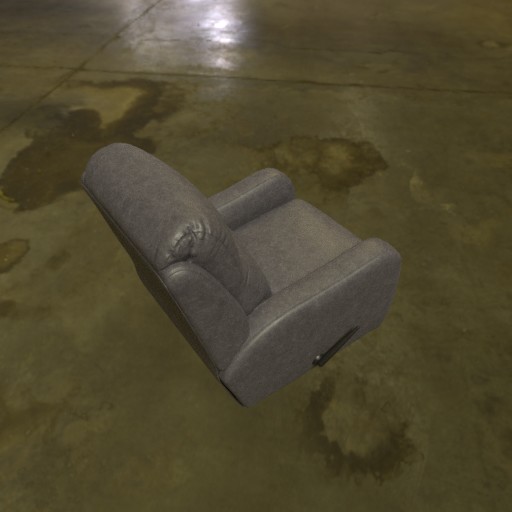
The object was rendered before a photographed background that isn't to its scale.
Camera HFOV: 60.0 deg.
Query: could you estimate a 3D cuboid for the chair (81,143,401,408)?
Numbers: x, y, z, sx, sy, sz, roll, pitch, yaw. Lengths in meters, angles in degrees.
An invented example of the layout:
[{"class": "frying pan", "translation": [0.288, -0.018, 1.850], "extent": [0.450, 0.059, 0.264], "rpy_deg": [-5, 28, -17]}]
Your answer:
[{"class": "chair", "translation": [0.000, 0.000, 1.881], "extent": [1.067, 1.067, 0.865], "rpy_deg": [-26, 48, -26]}]
